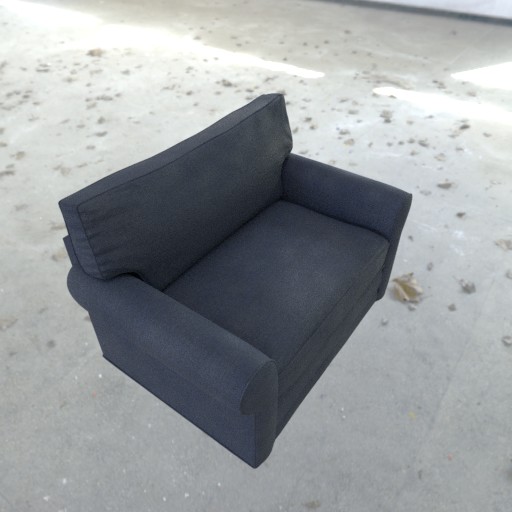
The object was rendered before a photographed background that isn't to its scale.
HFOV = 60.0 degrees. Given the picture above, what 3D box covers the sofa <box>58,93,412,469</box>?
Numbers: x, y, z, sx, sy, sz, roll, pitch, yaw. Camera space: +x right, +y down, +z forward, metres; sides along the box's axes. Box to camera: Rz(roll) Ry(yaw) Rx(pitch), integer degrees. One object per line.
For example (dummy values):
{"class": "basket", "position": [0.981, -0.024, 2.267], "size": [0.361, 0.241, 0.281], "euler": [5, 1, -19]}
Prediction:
{"class": "sofa", "position": [0.000, 0.000, 2.030], "size": [0.938, 1.004, 1.405], "euler": [25, 46, 27]}
